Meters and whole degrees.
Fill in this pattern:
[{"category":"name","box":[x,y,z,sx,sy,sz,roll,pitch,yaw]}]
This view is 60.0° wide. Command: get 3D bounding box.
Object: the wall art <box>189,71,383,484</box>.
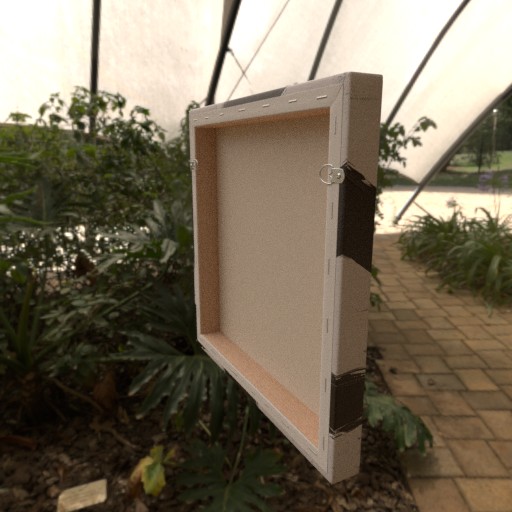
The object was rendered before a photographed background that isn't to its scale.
[{"category":"wall art","box":[0.000,0.000,0.748,0.050,0.508,0.507,-7,15,-27]}]
